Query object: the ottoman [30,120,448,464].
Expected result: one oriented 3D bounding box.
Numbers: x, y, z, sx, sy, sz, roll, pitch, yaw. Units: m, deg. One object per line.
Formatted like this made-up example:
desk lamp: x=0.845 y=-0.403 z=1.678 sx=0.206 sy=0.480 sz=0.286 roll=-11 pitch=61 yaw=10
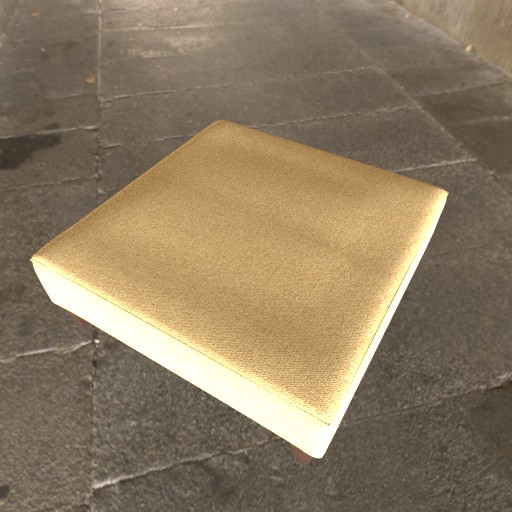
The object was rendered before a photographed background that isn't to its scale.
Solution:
ottoman: x=0.000 y=0.000 z=1.507 sx=0.970 sy=0.378 sz=0.981 roll=23 pitch=49 yaw=22
